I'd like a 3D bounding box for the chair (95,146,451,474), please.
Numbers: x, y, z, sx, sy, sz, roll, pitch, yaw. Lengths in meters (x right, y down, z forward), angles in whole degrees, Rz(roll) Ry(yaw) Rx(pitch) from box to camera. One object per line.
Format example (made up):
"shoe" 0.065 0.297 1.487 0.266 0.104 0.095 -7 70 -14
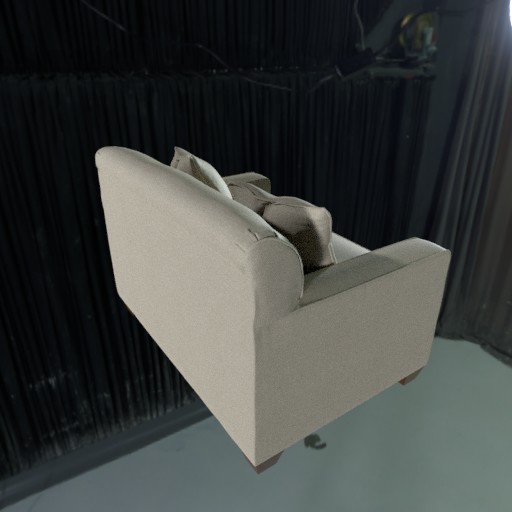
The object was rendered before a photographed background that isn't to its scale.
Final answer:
"chair" 0.000 0.000 2.070 1.000 0.948 1.383 -17 31 -31
